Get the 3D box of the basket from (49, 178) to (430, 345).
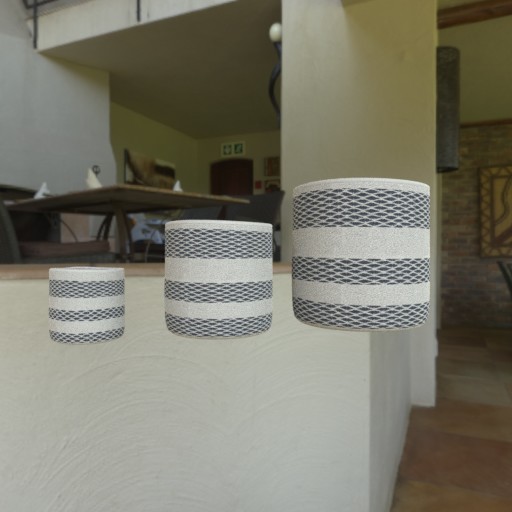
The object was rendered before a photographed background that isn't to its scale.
[{"bbox_3d":[0.000,0.000,1.075,0.917,0.356,0.351,0,1,-18],"label":"basket"}]
